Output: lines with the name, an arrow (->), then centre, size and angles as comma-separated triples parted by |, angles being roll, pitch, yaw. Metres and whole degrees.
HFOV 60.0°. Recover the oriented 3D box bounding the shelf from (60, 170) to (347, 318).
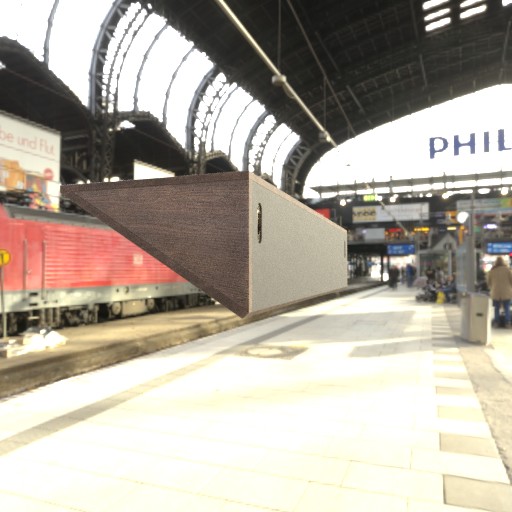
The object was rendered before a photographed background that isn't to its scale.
shelf -> 0.000, 0.000, 0.692 | 0.200, 0.125, 0.610 | -1, -2, 19
